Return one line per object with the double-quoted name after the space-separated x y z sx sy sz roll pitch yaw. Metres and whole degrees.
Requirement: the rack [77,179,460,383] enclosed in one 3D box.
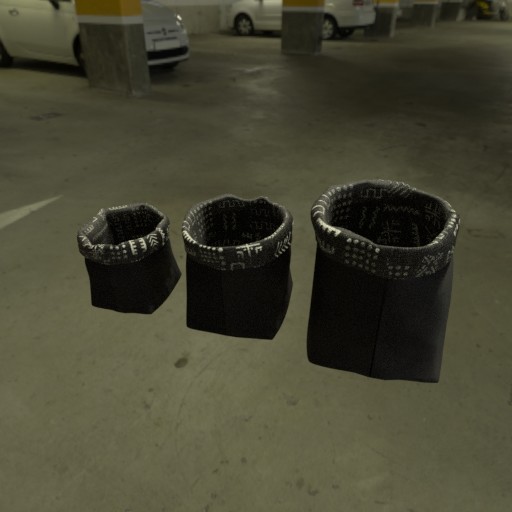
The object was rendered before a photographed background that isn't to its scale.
0.000 0.000 1.077 0.905 0.323 0.379 7 31 12 "rack"
